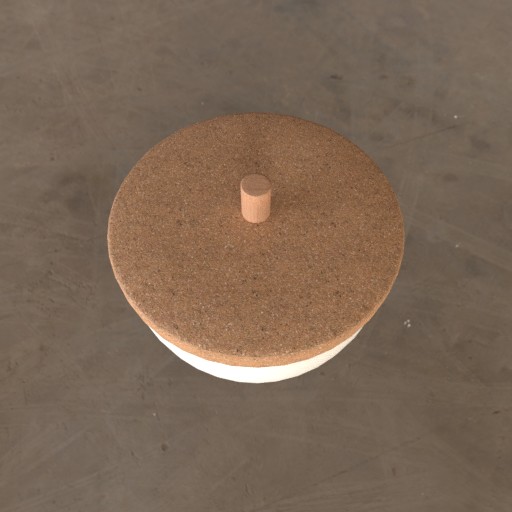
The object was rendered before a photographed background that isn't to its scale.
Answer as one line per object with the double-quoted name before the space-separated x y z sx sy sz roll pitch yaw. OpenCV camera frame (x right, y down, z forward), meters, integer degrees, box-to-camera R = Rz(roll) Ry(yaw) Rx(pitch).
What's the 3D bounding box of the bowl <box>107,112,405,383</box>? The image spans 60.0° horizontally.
"bowl" 0.000 0.000 0.220 0.126 0.110 0.126 0 60 0
